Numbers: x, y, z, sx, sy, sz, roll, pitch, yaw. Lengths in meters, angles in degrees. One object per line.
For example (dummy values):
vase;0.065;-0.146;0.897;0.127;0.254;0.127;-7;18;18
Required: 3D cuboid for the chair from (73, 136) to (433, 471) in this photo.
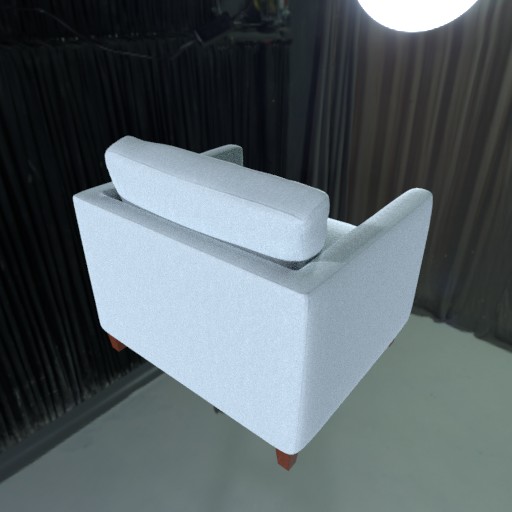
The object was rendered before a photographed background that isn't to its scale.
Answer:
chair;0.000;0.000;1.844;1.107;0.961;0.953;22;36;33
